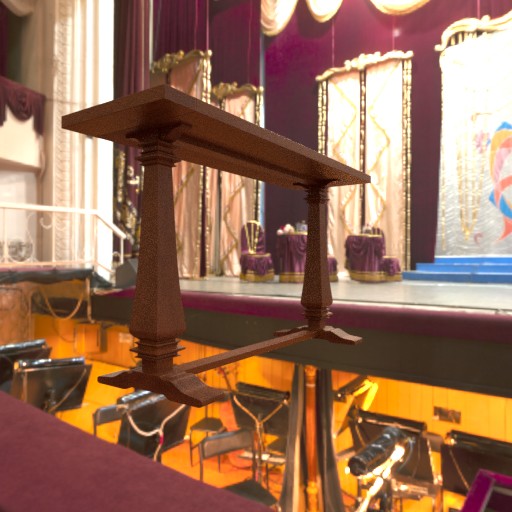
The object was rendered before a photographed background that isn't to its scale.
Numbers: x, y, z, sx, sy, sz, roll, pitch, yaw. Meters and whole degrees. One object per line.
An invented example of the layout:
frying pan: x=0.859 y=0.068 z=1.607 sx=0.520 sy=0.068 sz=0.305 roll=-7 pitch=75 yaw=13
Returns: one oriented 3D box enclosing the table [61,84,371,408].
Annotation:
table: x=0.000 y=0.000 z=1.846 sx=0.461 sy=0.852 sz=1.478 roll=0 pitch=-1 yaw=34
